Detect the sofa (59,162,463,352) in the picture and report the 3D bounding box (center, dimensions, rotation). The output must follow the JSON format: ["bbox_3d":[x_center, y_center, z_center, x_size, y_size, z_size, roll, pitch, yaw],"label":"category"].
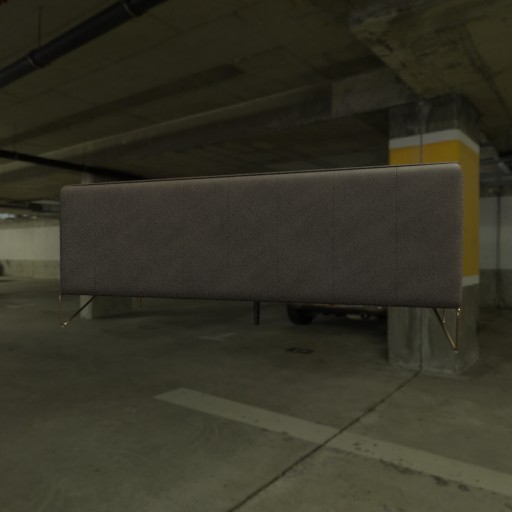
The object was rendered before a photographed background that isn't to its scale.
[{"bbox_3d":[0.000,0.000,2.532,2.087,0.789,0.867,0,0,19],"label":"sofa"}]
